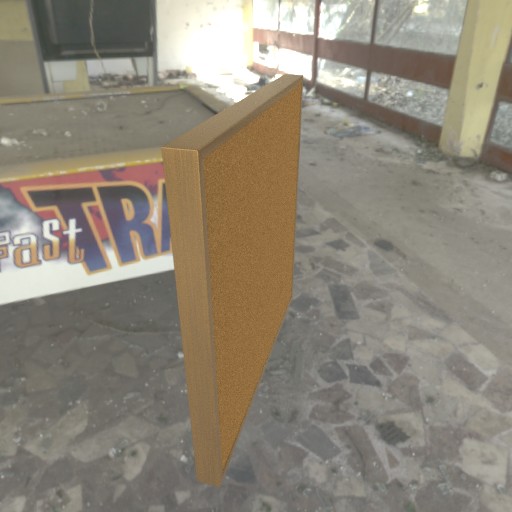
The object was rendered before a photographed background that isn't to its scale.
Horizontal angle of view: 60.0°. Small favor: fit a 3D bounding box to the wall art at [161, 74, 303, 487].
[{"bbox_3d":[0.000,0.000,0.744,0.037,0.505,0.505,8,31,14],"label":"wall art"}]
